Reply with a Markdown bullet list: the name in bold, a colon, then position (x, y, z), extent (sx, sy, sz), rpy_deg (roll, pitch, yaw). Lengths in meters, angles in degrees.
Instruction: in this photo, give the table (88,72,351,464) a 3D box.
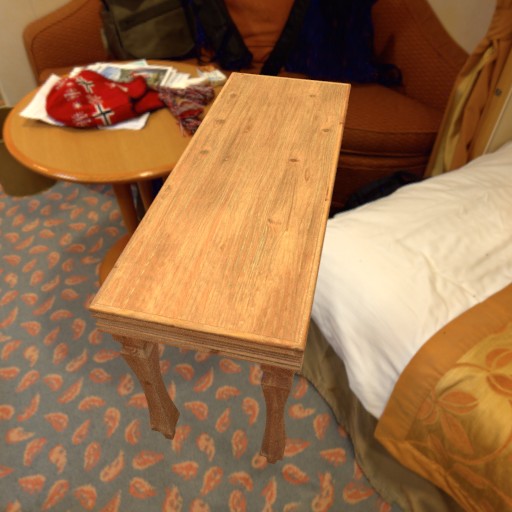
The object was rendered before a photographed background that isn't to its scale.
- **table**: position (0.000, 0.000, 1.780), extent (0.522, 0.873, 1.330), rpy_deg (9, 47, 9)
